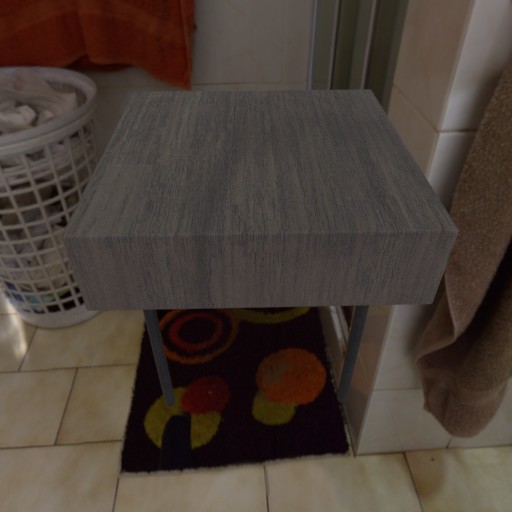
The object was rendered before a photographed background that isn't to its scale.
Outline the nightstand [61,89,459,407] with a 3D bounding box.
[{"bbox_3d":[0.000,0.000,0.907,0.503,0.497,0.502,-1,40,-1],"label":"nightstand"}]
